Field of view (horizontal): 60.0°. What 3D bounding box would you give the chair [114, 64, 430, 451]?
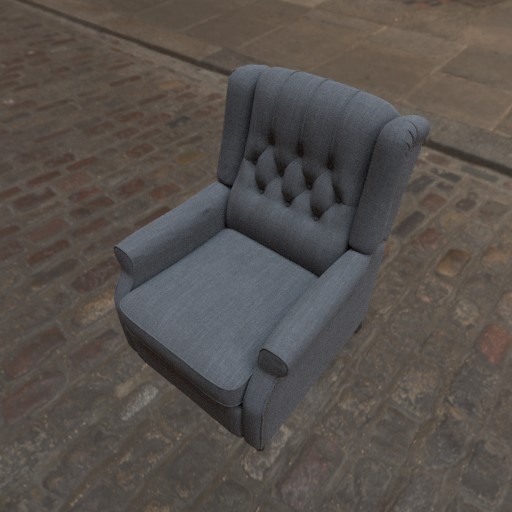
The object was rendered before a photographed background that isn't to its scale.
[{"bbox_3d":[0.000,0.000,1.568,0.742,1.035,0.898,30,53,26],"label":"chair"}]
